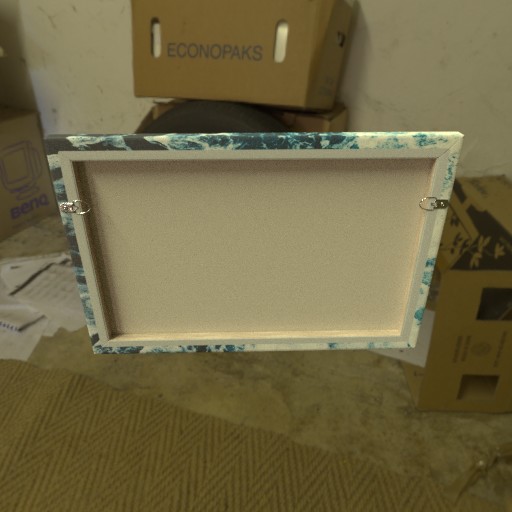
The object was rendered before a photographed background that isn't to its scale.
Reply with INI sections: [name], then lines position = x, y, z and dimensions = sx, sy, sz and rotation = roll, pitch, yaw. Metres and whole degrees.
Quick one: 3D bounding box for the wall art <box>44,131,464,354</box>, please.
[wall art]
position = 0.000, 0.000, 1.868
dimensions = 1.524, 1.017, 0.055
rotation = -1, 30, -1
